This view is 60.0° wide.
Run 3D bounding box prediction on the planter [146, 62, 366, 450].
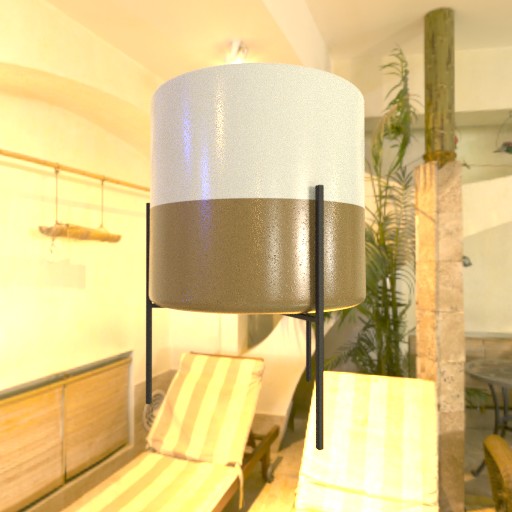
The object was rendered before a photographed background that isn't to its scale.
[{"bbox_3d":[0.000,0.000,0.643,0.310,0.432,0.310,0,0,19],"label":"planter"}]
